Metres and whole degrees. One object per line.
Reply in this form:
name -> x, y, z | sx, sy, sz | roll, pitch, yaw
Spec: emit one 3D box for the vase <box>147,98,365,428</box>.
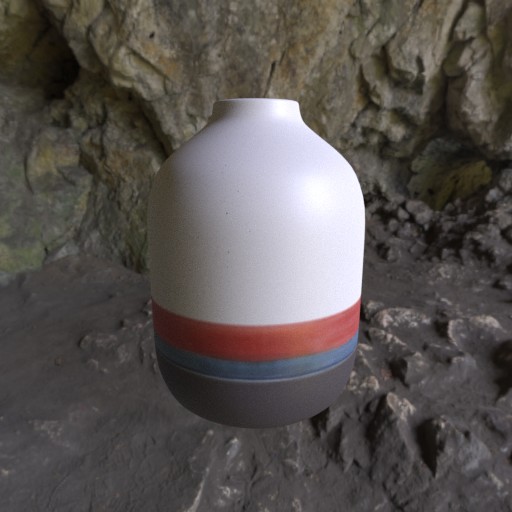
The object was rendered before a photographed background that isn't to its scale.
vase -> 0.000, 0.000, 0.360 | 0.169, 0.237, 0.169 | 0, 14, 0
